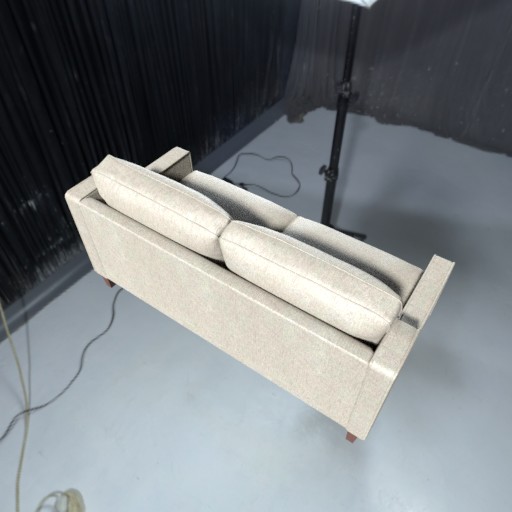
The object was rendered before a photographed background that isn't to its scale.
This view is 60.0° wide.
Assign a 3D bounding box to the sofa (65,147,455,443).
[{"bbox_3d":[0.000,0.000,2.872,2.181,1.074,1.073,27,52,23],"label":"sofa"}]
